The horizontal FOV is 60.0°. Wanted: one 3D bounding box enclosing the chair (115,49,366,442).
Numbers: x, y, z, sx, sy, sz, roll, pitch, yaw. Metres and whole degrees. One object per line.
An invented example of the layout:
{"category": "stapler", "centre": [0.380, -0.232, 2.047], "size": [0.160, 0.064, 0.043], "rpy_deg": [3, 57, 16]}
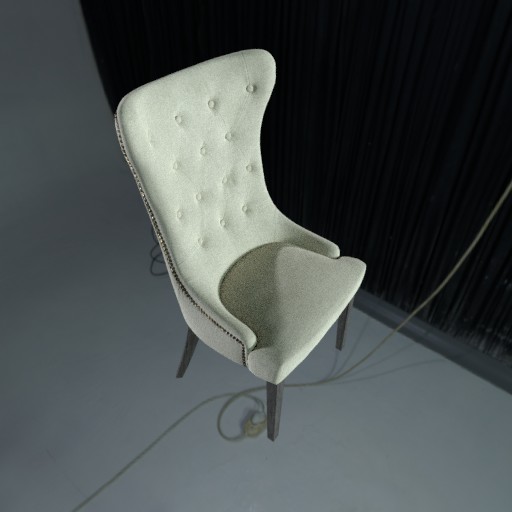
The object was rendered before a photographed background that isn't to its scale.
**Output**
{"category": "chair", "centre": [0.000, 0.000, 1.412], "size": [0.590, 1.065, 0.584], "rpy_deg": [26, 47, 27]}
